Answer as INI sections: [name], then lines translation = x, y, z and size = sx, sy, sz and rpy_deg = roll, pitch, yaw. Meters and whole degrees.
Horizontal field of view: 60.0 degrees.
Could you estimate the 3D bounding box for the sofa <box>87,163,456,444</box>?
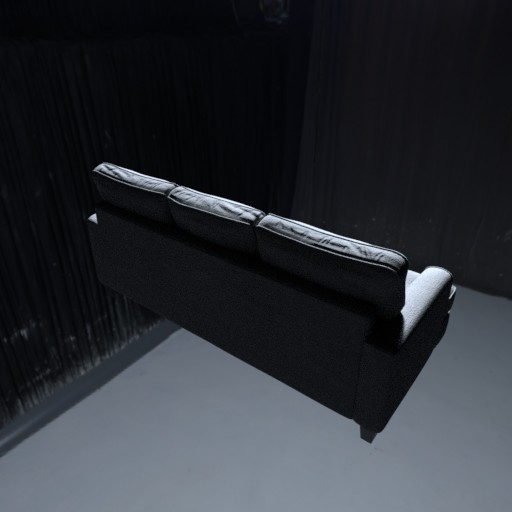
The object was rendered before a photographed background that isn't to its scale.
[sofa]
translation = 0.000, 0.000, 2.712
size = 2.158, 0.965, 0.951
rpy_deg = 21, 35, 33
